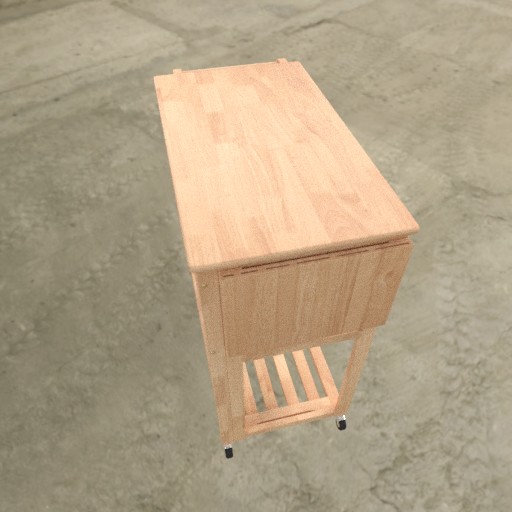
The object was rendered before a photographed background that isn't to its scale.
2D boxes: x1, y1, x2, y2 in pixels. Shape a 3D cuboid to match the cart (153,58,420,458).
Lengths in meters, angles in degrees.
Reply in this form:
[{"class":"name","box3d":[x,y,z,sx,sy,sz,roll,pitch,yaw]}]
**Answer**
[{"class":"cart","box3d":[0.000,0.000,1.373,0.432,0.879,0.853,-10,47,-9]}]
